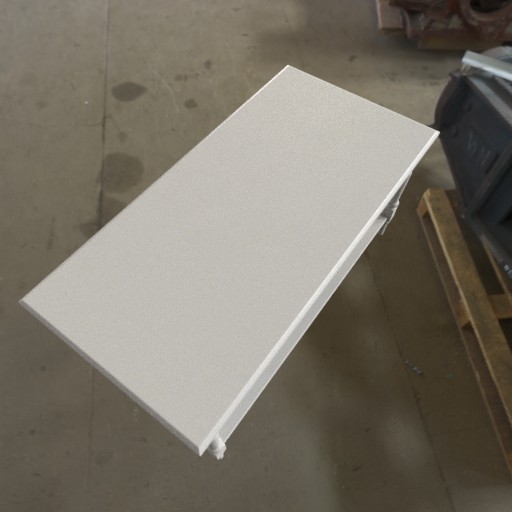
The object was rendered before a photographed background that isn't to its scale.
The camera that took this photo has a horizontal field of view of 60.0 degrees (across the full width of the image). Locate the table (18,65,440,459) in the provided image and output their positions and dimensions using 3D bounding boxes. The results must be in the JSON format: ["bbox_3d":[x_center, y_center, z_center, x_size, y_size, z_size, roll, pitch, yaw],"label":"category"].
[{"bbox_3d":[0.000,0.000,1.384,0.551,0.506,1.109,32,63,19],"label":"table"}]
